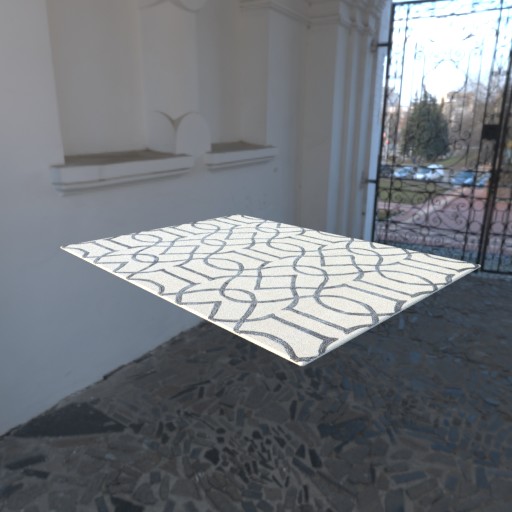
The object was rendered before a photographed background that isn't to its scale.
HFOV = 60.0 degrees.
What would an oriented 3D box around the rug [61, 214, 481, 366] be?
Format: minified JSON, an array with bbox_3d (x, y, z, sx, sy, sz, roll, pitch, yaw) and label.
[{"bbox_3d":[0.000,0.000,3.815,2.211,0.021,2.910,-15,22,-42],"label":"rug"}]
